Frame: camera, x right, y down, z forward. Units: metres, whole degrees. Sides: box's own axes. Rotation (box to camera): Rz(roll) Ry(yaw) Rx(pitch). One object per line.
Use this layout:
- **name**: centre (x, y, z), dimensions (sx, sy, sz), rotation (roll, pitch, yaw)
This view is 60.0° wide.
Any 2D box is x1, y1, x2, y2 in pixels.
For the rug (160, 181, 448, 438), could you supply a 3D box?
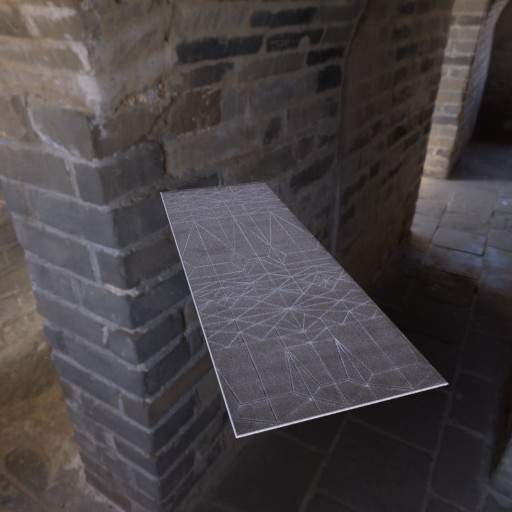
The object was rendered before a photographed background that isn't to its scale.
- **rug**: centre (0.000, 0.000, 2.632), dimensions (0.864, 0.012, 2.388), rotation (-8, 31, -15)
